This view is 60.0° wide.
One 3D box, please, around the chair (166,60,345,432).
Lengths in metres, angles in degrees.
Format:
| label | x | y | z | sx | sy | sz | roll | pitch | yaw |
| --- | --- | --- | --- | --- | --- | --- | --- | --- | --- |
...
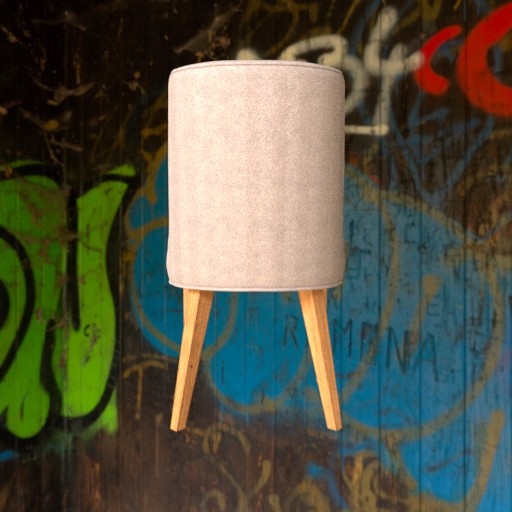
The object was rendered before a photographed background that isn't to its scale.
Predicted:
| label | x | y | z | sx | sy | sz | roll | pitch | yaw |
| --- | --- | --- | --- | --- | --- | --- | --- | --- | --- |
| chair | 0.000 | 0.000 | 1.303 | 0.548 | 0.916 | 0.636 | 0 | 0 | -1 |
